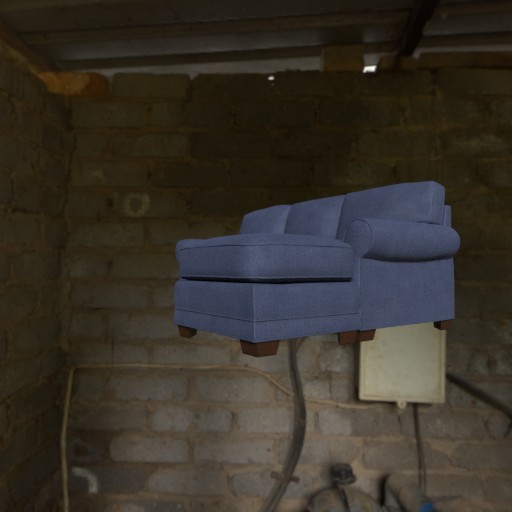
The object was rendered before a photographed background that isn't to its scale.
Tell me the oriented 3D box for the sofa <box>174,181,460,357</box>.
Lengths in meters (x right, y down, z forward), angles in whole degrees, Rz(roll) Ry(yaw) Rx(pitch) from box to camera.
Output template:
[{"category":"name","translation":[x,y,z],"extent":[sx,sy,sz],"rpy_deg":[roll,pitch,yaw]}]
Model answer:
[{"category":"sofa","translation":[0.000,0.000,3.597],"extent":[1.780,1.063,2.567],"rpy_deg":[1,-2,-36]}]
